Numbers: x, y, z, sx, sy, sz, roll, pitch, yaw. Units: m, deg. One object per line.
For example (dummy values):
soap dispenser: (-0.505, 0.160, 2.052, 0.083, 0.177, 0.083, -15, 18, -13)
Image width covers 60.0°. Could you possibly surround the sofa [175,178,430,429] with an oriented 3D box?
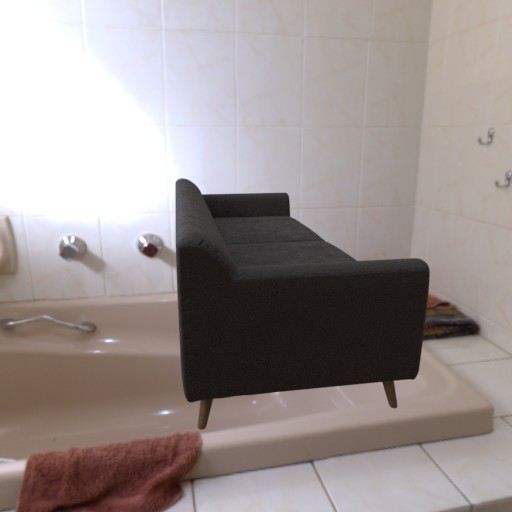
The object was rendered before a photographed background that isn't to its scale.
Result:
sofa: (0.000, 0.000, 2.590, 0.900, 0.740, 2.190, -3, 15, -10)
